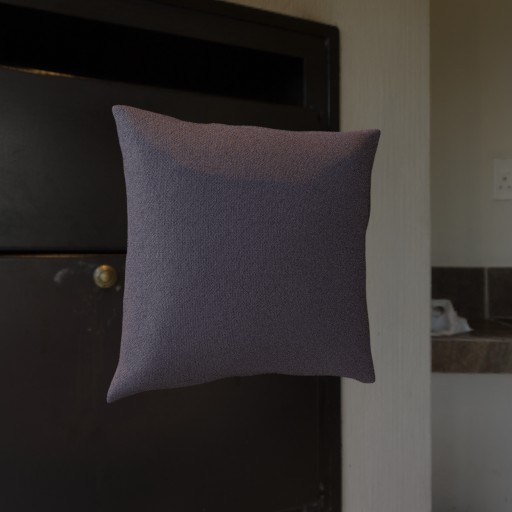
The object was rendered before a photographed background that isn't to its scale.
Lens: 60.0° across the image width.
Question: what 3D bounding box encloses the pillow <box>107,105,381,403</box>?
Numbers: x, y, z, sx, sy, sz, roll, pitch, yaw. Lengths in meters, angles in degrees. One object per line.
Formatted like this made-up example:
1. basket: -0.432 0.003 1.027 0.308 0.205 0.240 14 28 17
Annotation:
1. pillow: 0.000 0.000 0.709 0.452 0.439 0.204 0 0 -17
